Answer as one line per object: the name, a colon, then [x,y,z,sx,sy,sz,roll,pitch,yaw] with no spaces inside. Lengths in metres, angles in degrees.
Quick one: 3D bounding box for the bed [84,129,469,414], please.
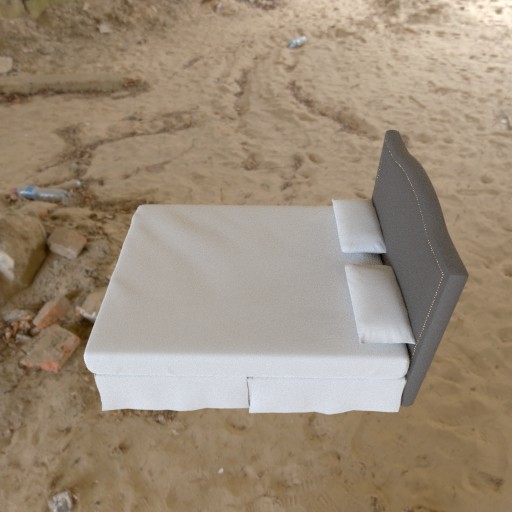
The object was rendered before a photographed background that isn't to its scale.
bed: [0.000,0.000,3.394,2.282,1.436,1.821,1,42,1]
